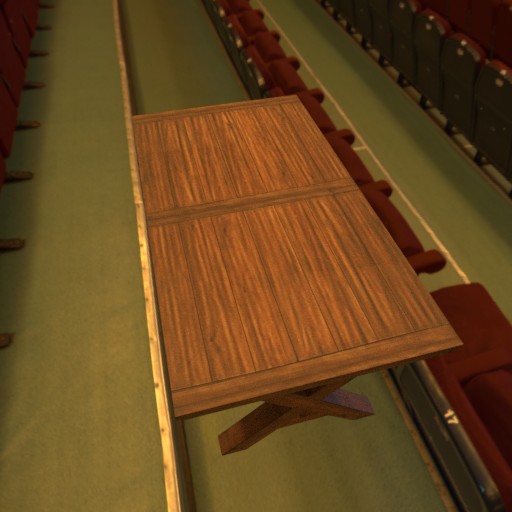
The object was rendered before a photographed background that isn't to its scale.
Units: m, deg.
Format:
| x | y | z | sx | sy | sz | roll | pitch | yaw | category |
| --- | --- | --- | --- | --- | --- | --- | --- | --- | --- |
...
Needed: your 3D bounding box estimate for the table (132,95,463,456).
| x | y | z | sx | sy | sz | roll | pitch | yaw | category |
| --- | --- | --- | --- | --- | --- | --- | --- | --- | --- |
| 0.000 | 0.000 | 2.484 | 1.071 | 0.793 | 1.966 | -11 | 48 | -10 | table |
